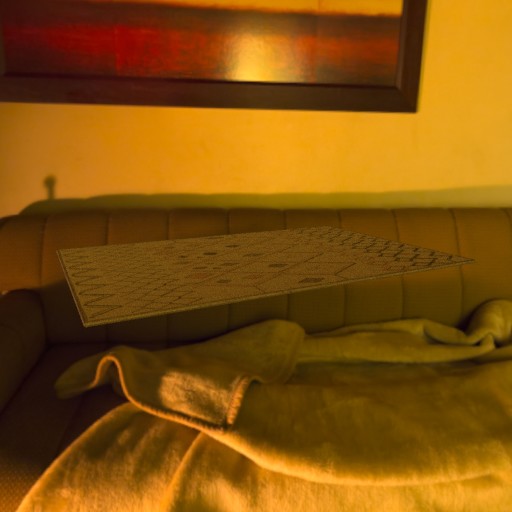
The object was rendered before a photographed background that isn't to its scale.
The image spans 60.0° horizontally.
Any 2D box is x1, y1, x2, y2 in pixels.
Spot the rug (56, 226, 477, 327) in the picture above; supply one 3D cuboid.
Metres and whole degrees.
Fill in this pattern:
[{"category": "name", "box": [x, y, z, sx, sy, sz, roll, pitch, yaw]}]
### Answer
[{"category": "rug", "box": [0.000, 0.000, 2.306, 1.829, 0.016, 1.219, -7, 14, -27]}]
